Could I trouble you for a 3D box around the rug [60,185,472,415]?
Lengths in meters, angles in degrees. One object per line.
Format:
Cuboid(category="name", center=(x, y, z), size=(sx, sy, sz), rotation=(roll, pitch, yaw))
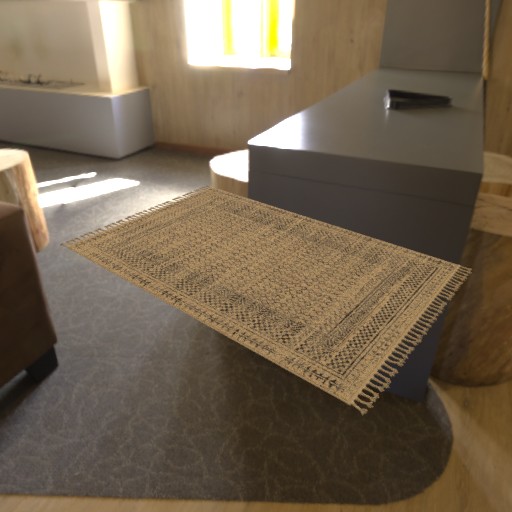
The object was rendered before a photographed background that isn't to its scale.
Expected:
Cuboid(category="rug", center=(0.000, 0.000, 3.095), size=(2.486, 0.013, 1.548), rotation=(22, 36, 33))
